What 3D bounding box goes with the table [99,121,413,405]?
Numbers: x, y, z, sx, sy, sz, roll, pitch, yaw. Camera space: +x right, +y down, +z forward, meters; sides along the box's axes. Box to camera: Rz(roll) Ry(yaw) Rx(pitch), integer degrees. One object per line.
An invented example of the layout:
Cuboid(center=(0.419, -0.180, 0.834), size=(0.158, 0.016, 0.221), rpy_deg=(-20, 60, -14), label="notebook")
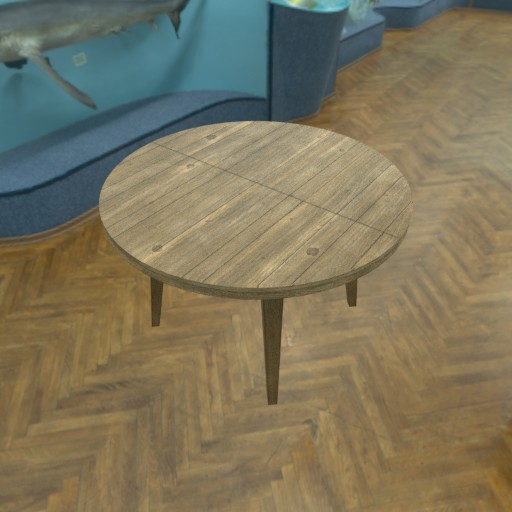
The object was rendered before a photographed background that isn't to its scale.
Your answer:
Cuboid(center=(0.000, 0.000, 2.017), size=(1.213, 0.764, 1.213), rpy_deg=(0, 40, 0), label="table")
